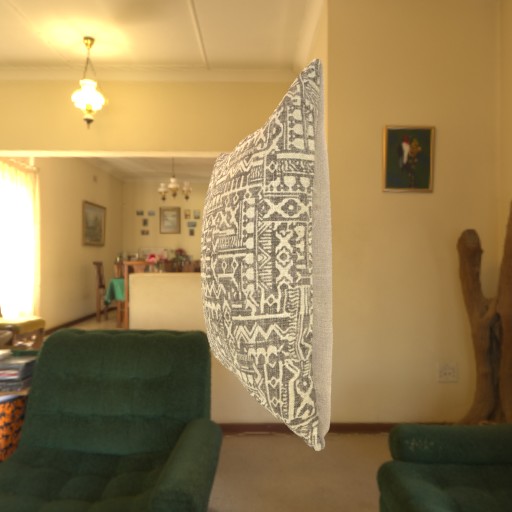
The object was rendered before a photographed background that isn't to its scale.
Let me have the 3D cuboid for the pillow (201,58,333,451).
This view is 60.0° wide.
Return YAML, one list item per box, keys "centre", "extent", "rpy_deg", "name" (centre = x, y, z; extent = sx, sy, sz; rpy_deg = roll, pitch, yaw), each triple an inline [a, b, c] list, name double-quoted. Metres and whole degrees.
- centre: [0.000, 0.000, 0.790]
  extent: [0.180, 0.487, 0.546]
  rpy_deg: [0, 0, -17]
  name: "pillow"
